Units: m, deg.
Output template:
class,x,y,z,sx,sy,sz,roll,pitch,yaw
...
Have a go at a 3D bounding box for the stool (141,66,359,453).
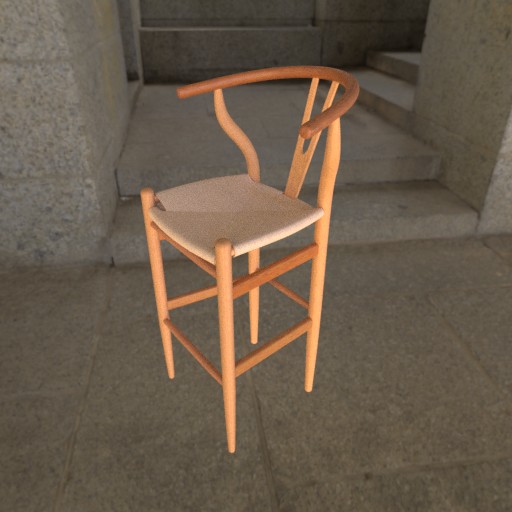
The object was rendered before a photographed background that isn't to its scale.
class,x,y,z,sx,sy,sz,roll,pitch,yaw
stool,0.000,0.000,1.406,0.561,1.068,0.574,-21,37,-32
